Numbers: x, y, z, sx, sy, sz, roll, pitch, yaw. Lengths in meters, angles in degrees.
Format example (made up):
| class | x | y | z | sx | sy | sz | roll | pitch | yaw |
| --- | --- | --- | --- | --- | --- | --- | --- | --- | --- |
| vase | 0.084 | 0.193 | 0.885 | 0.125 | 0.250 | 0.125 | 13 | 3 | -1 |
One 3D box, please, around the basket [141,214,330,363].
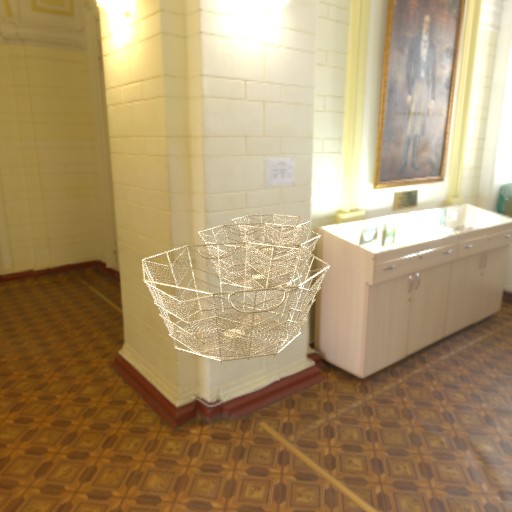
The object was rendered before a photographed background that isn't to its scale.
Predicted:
| class | x | y | z | sx | sy | sz | roll | pitch | yaw |
| --- | --- | --- | --- | --- | --- | --- | --- | --- | --- |
| basket | 0.000 | 0.000 | 1.415 | 0.432 | 0.178 | 1.246 | 2 | 14 | 7 |
